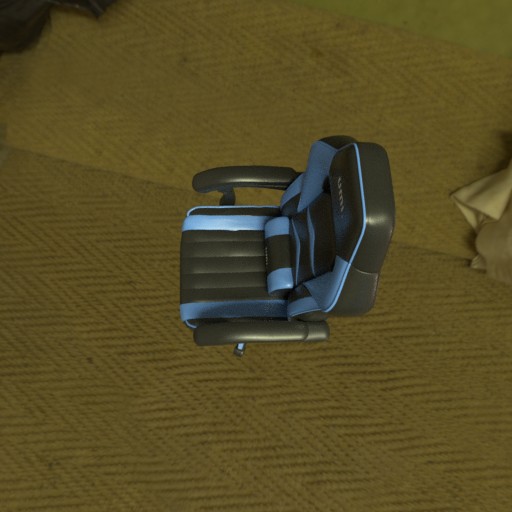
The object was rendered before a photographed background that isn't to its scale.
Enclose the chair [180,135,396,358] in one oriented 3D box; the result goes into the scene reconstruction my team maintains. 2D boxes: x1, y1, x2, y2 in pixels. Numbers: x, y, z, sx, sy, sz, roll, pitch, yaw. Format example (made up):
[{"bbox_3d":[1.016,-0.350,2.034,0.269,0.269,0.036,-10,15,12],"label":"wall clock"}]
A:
[{"bbox_3d":[0.000,0.000,1.703,0.700,1.280,0.700,-2,74,-1],"label":"chair"}]
